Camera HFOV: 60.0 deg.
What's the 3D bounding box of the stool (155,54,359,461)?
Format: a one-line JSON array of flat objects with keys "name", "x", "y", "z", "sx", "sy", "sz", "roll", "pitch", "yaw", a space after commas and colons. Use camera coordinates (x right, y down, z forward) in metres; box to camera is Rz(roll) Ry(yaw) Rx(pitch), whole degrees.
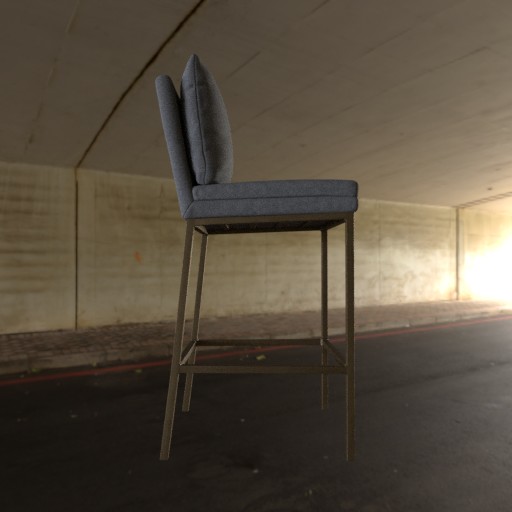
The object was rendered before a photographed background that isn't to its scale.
[{"name": "stool", "x": 0.000, "y": 0.000, "z": 1.439, "sx": 0.569, "sy": 1.130, "sz": 0.463, "roll": 0, "pitch": -1, "yaw": -1}]
